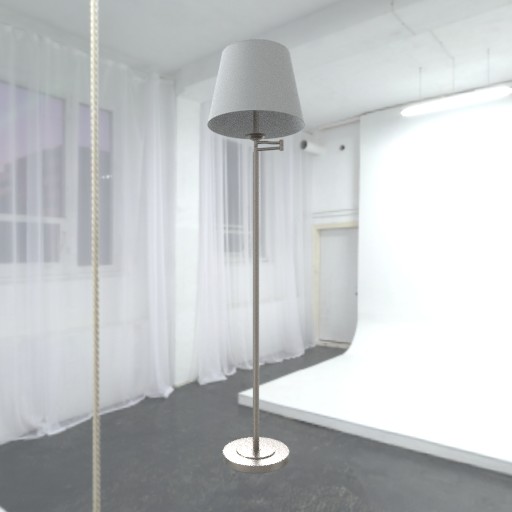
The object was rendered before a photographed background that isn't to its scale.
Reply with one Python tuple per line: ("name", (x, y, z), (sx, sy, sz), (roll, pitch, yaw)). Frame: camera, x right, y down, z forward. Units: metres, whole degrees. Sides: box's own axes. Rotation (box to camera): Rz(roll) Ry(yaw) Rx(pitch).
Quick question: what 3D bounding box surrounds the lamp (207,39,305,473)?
("lamp", (0.000, 0.000, 1.626), (0.355, 1.473, 0.355), (0, 0, 0))
